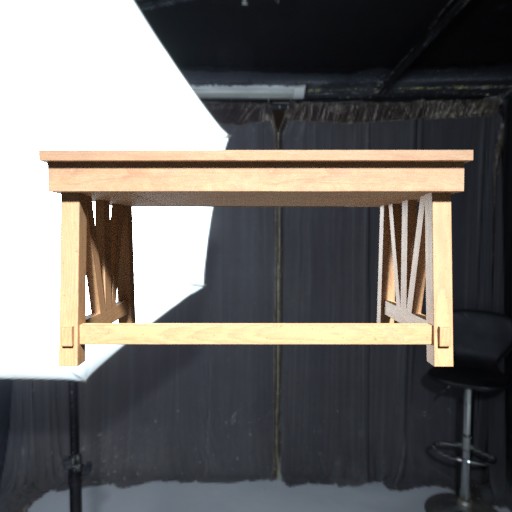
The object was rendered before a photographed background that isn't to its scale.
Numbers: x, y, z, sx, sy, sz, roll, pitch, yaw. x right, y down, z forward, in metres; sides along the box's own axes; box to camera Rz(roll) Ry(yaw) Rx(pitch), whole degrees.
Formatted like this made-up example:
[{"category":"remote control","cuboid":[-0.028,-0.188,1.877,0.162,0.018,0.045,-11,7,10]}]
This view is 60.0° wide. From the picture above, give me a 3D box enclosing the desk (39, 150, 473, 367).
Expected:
[{"category":"desk","cuboid":[0.000,0.000,1.948,1.499,0.762,0.813,0,2,0]}]
